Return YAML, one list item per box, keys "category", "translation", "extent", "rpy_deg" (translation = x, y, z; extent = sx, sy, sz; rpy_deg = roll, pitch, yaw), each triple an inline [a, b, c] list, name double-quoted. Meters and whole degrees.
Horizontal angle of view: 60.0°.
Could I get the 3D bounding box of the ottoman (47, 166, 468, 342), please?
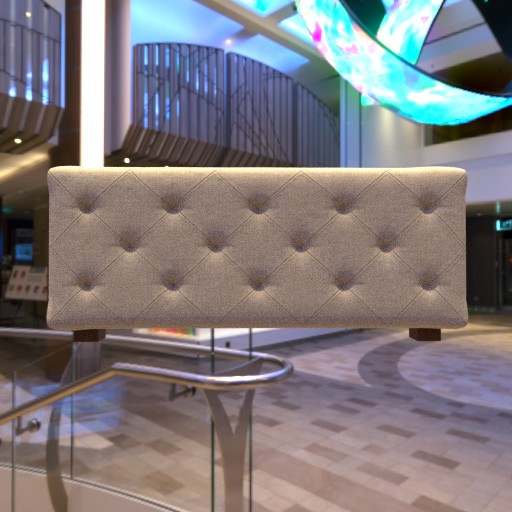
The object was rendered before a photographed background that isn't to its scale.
- category: "ottoman"
  translation: [0.000, 0.000, 1.570]
  extent: [1.028, 0.439, 1.028]
  rpy_deg: [0, -1, -1]
